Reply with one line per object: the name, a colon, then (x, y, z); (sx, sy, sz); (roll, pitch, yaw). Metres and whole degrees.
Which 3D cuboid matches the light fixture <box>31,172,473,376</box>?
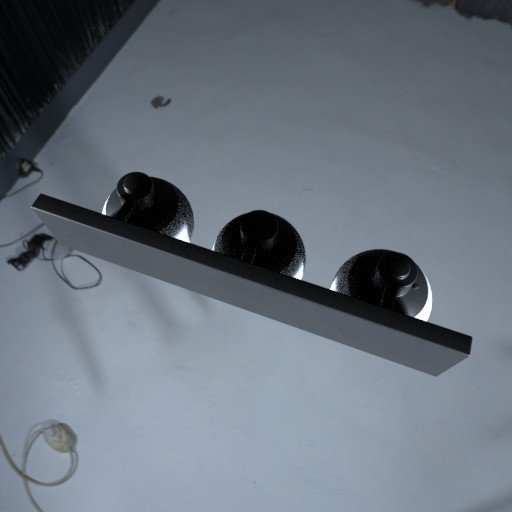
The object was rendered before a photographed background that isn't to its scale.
light fixture: (0.000, 0.000, 0.842); (0.721, 0.263, 0.218); (18, 64, 9)
